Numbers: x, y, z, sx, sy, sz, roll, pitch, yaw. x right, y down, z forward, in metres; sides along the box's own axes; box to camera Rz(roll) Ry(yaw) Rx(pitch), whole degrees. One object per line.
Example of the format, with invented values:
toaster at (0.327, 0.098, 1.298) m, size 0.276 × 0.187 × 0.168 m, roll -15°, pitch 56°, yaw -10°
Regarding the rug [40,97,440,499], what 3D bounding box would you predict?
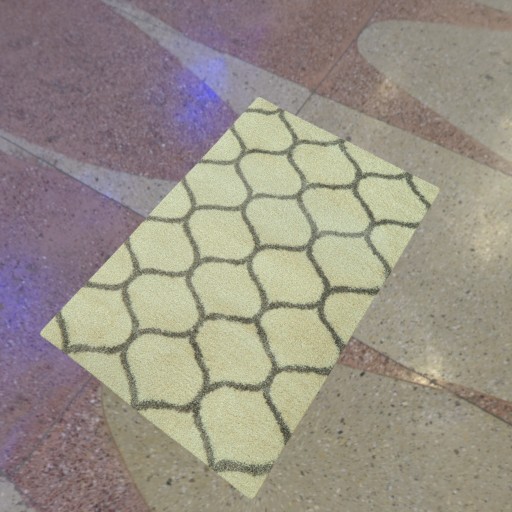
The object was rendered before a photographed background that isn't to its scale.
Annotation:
rug at (0.000, 0.000, 3.344) m, size 1.801 × 0.026 × 2.701 m, roll 32°, pitch 68°, yaw 14°
